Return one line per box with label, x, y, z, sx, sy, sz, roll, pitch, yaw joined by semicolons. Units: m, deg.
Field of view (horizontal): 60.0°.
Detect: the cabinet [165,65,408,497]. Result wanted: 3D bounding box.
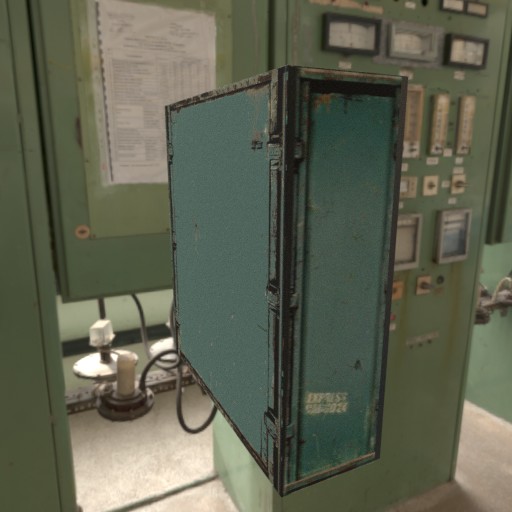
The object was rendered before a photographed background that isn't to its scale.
cabinet;0.000;0.000;3.141;0.680;2.160;2.000;-7;15;-25
